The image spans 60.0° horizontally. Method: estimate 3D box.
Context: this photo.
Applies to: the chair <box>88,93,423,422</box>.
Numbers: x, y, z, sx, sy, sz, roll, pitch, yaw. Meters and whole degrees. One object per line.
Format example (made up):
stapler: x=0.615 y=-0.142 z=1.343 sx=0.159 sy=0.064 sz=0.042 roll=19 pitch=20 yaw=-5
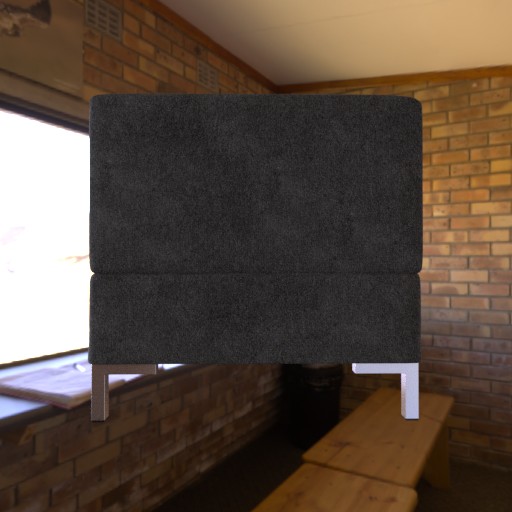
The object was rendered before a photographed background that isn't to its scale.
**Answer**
chair: x=0.000 y=0.000 z=1.202 sx=0.680 sy=0.660 sz=0.680 roll=0 pitch=0 yaw=-1
